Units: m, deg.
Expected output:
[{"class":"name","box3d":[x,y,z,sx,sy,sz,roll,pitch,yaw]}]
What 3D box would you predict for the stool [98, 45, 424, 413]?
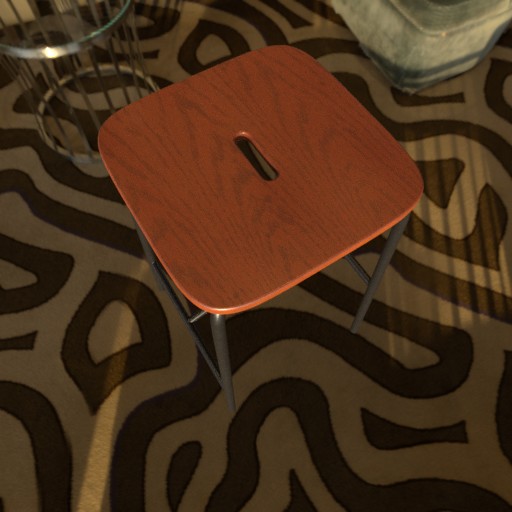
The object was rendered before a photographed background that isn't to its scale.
[{"class":"stool","box3d":[0.000,0.000,0.869,0.376,0.610,0.376,-29,67,-14]}]
